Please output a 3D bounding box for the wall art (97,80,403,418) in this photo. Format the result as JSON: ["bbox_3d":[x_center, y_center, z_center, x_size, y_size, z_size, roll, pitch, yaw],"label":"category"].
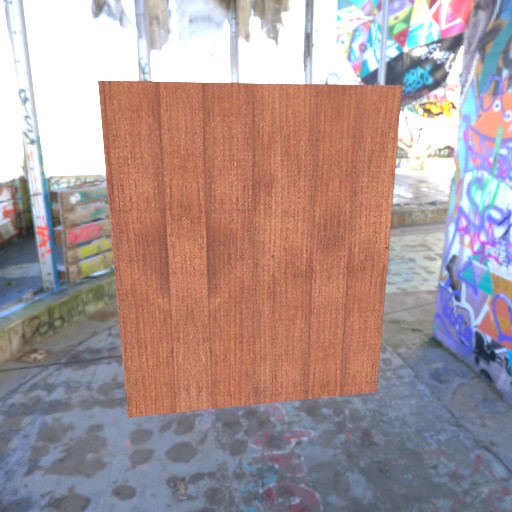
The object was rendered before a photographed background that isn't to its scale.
[{"bbox_3d":[0.000,0.000,0.620,0.377,0.449,0.039,-3,16,-9],"label":"wall art"}]
